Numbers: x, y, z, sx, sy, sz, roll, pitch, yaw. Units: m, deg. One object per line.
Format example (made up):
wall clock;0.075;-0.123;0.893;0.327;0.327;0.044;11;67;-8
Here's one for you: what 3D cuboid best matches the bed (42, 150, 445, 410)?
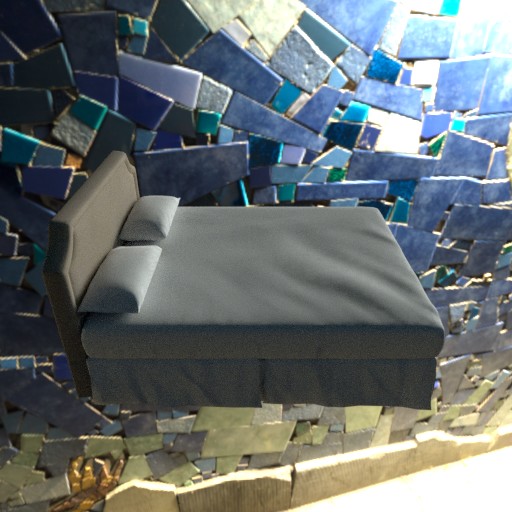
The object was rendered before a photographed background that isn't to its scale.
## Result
bed;0.000;0.000;3.540;2.498;1.293;1.977;0;31;0
